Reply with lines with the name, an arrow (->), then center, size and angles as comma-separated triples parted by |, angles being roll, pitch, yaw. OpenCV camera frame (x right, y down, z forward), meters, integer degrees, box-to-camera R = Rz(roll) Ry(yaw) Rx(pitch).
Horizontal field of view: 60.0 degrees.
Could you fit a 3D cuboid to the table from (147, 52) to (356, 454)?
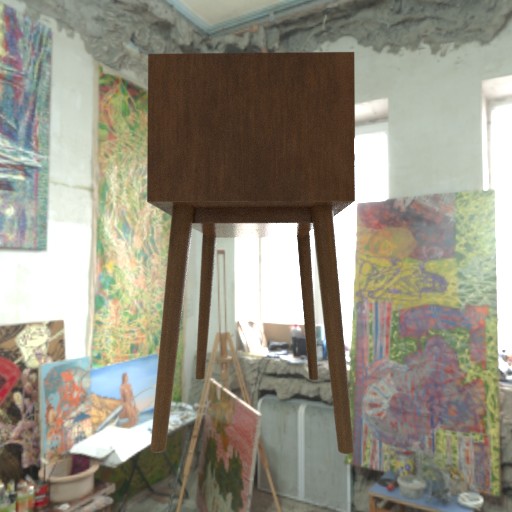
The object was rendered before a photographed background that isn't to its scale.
table -> 0.000, 0.000, 0.865 | 0.307, 0.580, 0.454 | 0, -2, 1
